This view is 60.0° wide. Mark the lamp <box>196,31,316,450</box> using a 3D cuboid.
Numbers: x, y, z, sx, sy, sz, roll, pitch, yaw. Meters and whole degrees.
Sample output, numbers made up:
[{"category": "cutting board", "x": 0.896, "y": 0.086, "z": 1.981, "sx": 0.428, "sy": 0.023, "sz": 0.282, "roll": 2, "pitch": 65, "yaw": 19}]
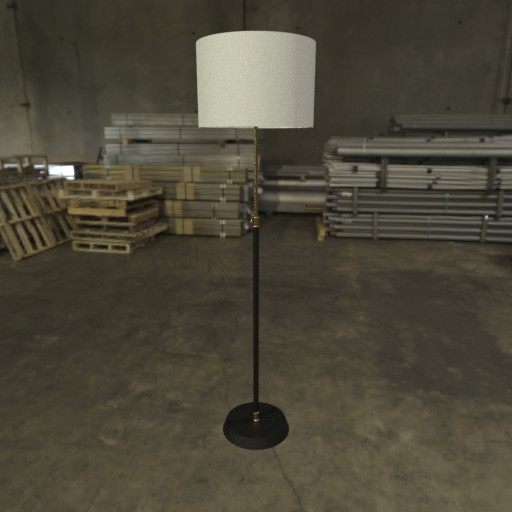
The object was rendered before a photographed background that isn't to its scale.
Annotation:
[{"category": "lamp", "x": 0.000, "y": 0.000, "z": 1.696, "sx": 0.404, "sy": 1.517, "sz": 0.404, "roll": 2, "pitch": 15, "yaw": 9}]
